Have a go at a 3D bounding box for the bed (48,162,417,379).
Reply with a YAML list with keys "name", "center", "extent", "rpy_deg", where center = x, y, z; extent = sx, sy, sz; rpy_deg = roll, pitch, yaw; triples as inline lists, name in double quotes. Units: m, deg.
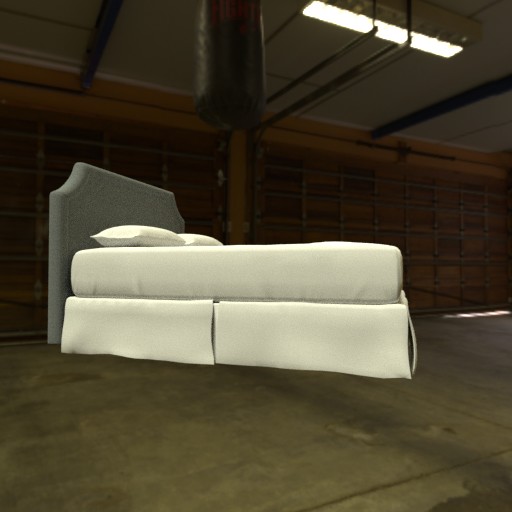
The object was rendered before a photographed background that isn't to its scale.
- name: "bed"
  center: [0.000, 0.000, 3.375]
  extent: [2.259, 1.296, 1.811]
  rpy_deg: [0, -2, 17]
